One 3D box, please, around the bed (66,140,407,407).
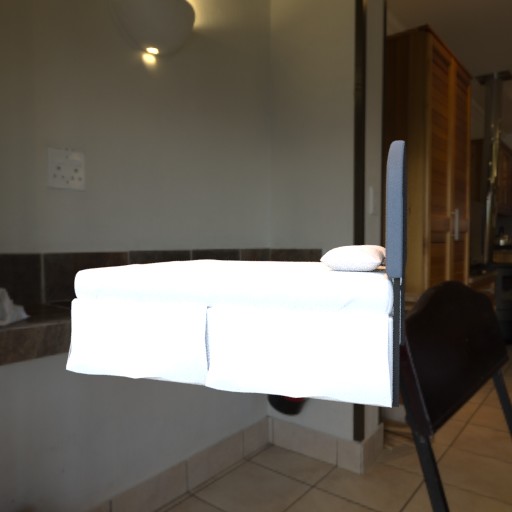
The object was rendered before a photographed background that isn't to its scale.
[{"bbox_3d":[0.000,0.000,3.137,2.005,1.410,1.607,1,2,20],"label":"bed"}]
